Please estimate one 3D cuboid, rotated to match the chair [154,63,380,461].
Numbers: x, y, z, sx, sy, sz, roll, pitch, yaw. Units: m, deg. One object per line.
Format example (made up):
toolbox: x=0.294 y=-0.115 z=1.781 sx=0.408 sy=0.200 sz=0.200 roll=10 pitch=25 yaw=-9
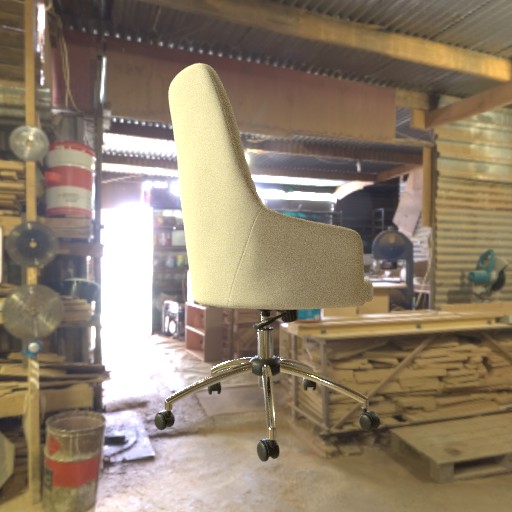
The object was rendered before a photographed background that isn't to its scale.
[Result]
chair: x=0.000 y=0.000 z=1.430 sx=0.640 sy=1.049 sz=0.620 roll=0 pitch=0 yaw=-20
